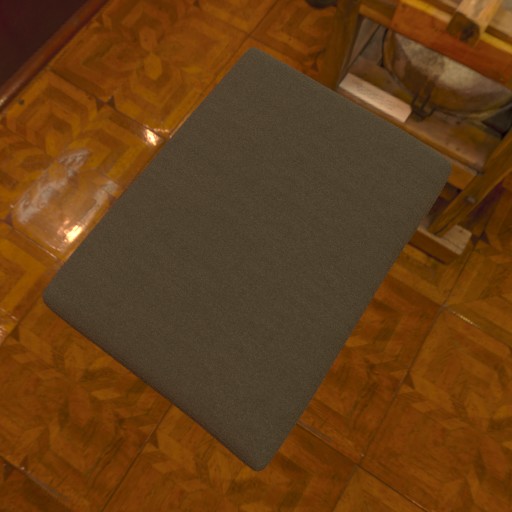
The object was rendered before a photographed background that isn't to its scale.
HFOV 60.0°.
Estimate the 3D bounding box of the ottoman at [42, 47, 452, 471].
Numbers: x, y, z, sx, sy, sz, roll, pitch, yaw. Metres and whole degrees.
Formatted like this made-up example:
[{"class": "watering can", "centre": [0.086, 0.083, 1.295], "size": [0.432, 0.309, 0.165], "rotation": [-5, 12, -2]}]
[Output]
[{"class": "ottoman", "centre": [0.000, 0.000, 1.124], "size": [0.569, 0.500, 0.771], "rotation": [34, 76, 9]}]
